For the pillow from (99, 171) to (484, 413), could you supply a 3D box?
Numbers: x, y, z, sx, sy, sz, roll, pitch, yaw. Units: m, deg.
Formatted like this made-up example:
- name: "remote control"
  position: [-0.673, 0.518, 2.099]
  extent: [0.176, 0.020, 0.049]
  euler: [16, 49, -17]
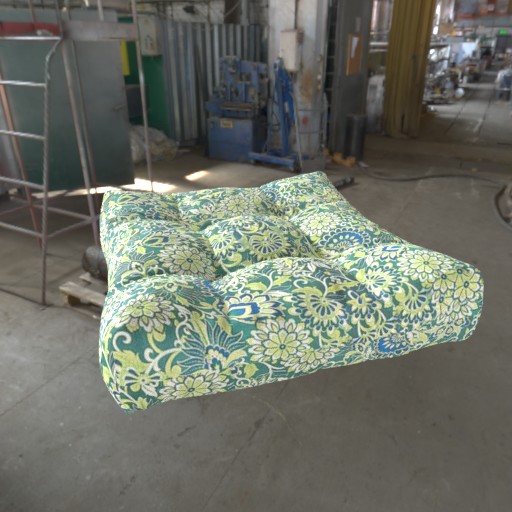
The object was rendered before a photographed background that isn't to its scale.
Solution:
- name: "pillow"
  position: [0.000, 0.000, 0.697]
  extent: [0.468, 0.128, 0.490]
  euler: [-8, 27, -16]
